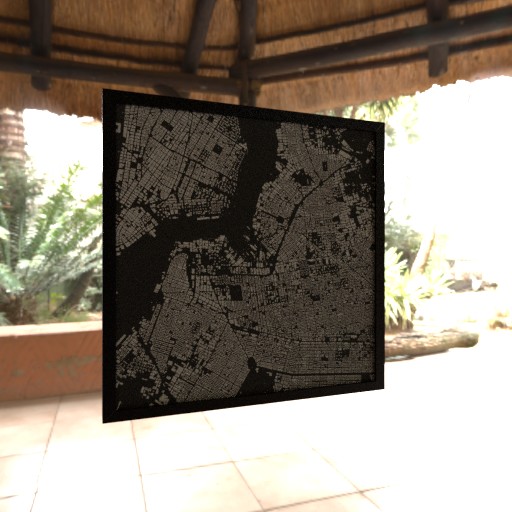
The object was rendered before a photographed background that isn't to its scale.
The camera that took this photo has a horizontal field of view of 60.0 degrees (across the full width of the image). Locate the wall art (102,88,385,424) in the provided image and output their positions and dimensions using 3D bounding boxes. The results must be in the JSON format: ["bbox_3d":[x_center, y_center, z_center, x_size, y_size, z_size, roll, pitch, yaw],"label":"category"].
[{"bbox_3d":[0.000,0.000,0.771,0.506,0.506,0.038,0,0,-20],"label":"wall art"}]
